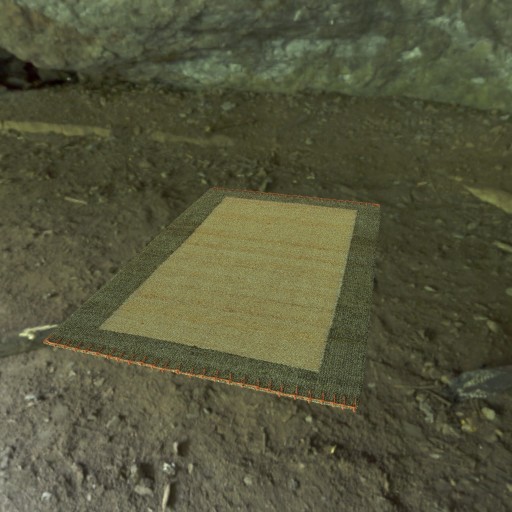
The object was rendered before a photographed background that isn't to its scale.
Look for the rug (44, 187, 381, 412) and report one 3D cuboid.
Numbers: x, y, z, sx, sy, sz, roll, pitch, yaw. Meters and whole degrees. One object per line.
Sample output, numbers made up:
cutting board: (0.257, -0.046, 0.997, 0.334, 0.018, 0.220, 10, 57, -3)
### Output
rug: (0.000, 0.000, 2.337, 1.220, 0.019, 1.838, 8, 30, 14)
